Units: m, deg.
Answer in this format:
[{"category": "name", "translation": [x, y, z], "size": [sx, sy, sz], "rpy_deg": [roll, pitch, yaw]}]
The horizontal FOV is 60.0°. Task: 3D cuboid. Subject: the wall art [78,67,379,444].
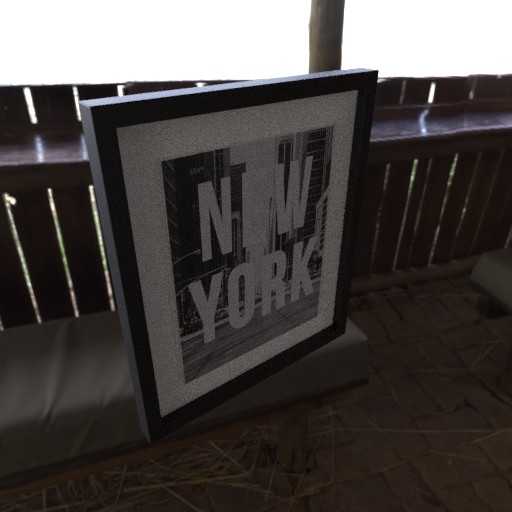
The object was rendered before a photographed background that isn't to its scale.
[{"category": "wall art", "translation": [0.000, 0.000, 0.517], "size": [0.328, 0.381, 0.028], "rpy_deg": [-21, 36, -32]}]
